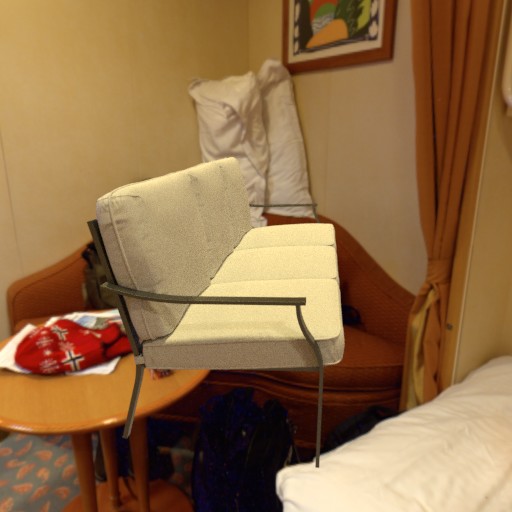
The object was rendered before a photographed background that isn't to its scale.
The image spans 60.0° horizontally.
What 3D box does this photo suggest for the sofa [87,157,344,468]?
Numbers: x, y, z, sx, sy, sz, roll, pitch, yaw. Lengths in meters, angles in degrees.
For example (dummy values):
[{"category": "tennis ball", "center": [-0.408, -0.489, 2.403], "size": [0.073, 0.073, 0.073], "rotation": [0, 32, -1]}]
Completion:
[{"category": "sofa", "center": [0.000, 0.000, 2.144], "size": [0.787, 0.860, 1.740], "rotation": [2, 16, 8]}]
